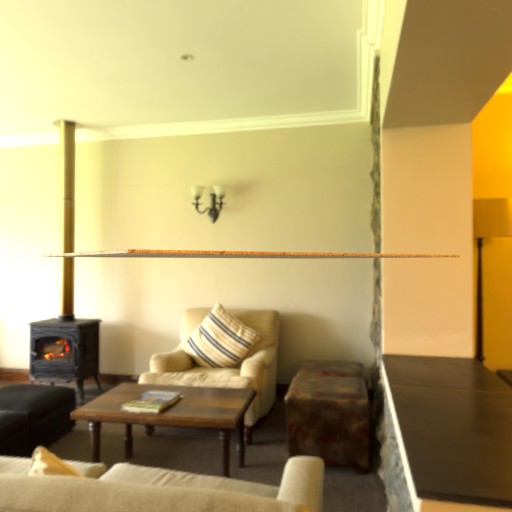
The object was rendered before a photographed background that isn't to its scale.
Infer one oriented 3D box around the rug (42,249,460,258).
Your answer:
[{"bbox_3d":[0.000,0.000,2.911,2.292,0.014,1.528,1,-1,-36],"label":"rug"}]
